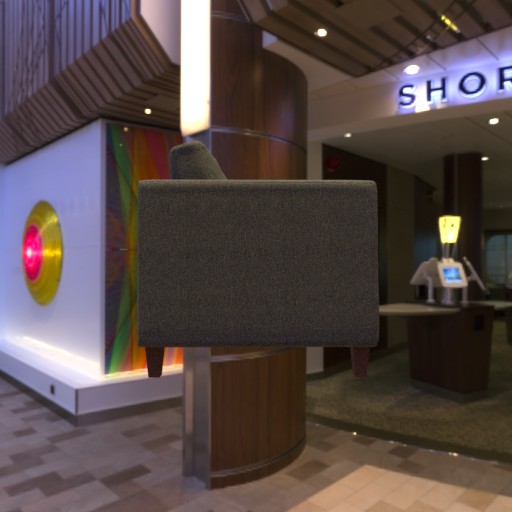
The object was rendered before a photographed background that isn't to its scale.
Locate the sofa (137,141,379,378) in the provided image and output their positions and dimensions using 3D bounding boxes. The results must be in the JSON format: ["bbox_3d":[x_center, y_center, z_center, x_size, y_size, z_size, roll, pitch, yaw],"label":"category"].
[{"bbox_3d":[0.000,0.000,2.757,0.948,0.965,2.208,0,0,-1],"label":"sofa"}]
